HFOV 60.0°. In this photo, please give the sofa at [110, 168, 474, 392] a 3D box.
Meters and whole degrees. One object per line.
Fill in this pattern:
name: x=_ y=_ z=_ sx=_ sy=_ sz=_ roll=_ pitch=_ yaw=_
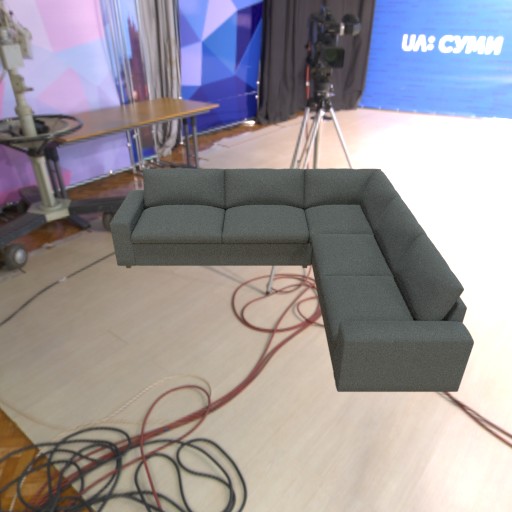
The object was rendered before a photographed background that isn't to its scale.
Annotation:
sofa: x=0.000 y=0.000 z=4.609 sx=3.277 sy=0.965 sz=2.895 roll=0 pitch=31 yaw=0
